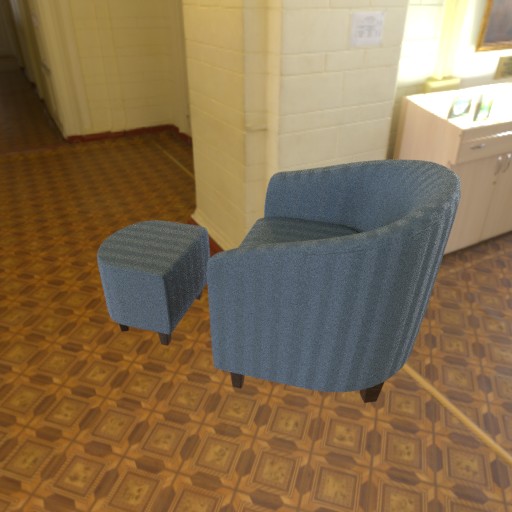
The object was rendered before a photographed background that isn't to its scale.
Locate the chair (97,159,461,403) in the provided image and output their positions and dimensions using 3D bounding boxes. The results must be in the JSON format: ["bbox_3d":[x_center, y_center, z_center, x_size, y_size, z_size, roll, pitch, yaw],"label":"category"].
[{"bbox_3d":[0.000,0.000,1.673,1.288,0.757,0.756,9,32,14],"label":"chair"}]
